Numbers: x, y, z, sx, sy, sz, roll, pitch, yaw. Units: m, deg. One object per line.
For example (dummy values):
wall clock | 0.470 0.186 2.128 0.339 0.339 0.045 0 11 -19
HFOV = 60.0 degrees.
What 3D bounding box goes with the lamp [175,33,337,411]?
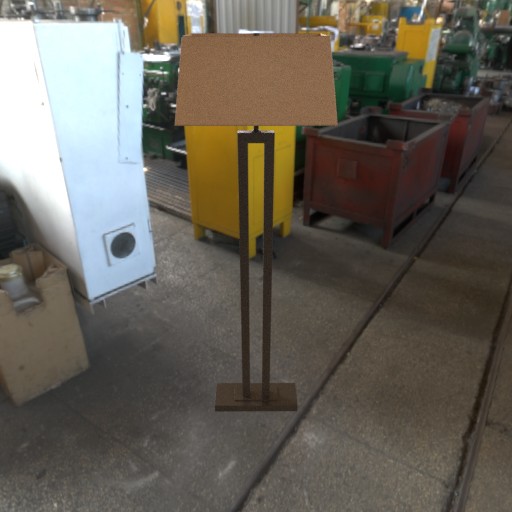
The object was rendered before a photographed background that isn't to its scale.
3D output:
lamp | 0.000 0.000 1.634 0.475 1.469 0.233 0 29 0
